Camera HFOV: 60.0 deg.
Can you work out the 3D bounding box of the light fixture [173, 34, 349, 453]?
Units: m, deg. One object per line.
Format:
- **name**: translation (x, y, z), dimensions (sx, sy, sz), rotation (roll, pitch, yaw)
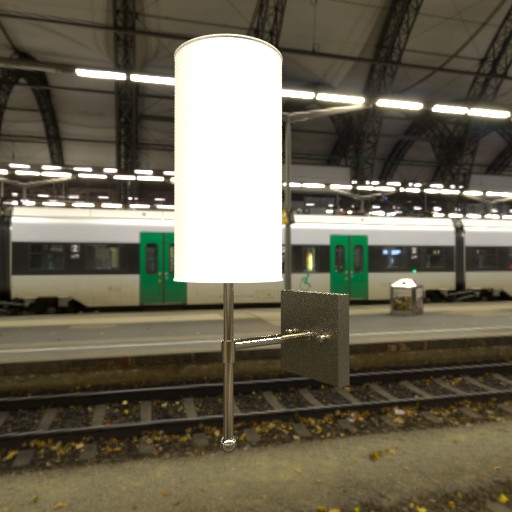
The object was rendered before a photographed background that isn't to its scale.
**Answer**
- **light fixture**: translation (0.000, 0.000, 0.547), dimensions (0.208, 0.462, 0.128), rotation (1, -1, -36)
